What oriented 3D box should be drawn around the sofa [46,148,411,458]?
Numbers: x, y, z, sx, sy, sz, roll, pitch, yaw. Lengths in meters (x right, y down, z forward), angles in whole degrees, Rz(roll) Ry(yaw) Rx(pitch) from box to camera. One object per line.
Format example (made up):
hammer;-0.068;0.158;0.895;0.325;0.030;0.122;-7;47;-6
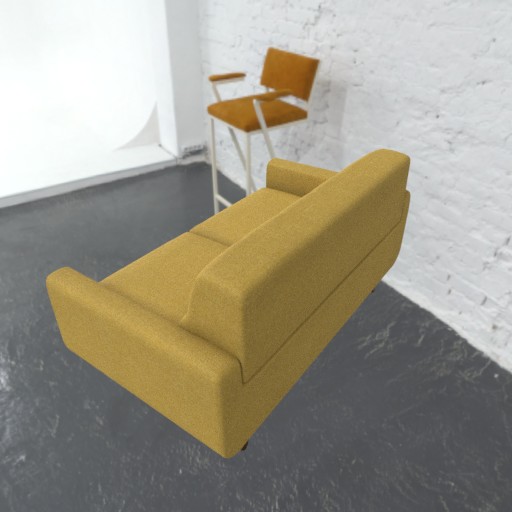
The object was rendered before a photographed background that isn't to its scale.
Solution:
sofa;0.000;0.000;2.137;0.909;0.841;1.631;21;39;30
